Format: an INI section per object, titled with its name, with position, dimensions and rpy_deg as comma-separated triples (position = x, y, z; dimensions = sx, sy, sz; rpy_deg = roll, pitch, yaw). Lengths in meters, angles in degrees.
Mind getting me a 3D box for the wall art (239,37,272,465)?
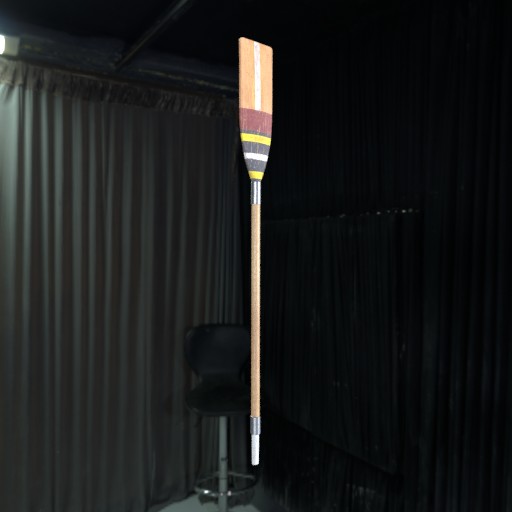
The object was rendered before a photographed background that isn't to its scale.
[wall art]
position = 0.000, 0.000, 1.638
dimensions = 0.146, 1.556, 0.038
rpy_deg = -1, 2, -37
